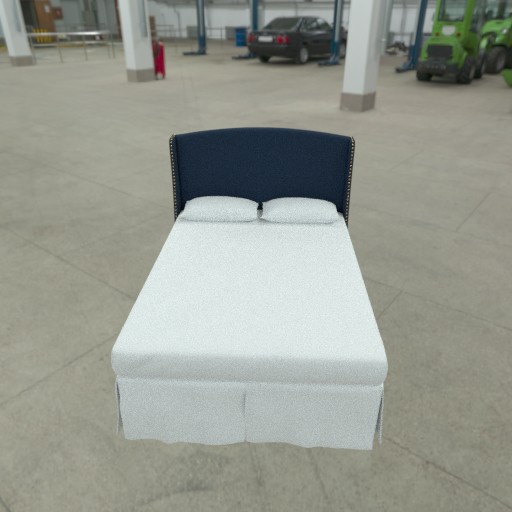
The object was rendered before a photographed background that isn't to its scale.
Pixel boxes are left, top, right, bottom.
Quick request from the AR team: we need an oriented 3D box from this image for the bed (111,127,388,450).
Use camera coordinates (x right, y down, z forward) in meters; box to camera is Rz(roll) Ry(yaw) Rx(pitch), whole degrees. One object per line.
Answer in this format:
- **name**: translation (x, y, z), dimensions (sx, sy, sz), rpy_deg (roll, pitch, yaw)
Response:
- **bed**: translation (0.000, 0.000, 3.267), dimensions (1.604, 1.402, 2.223), rpy_deg (1, 29, 2)
